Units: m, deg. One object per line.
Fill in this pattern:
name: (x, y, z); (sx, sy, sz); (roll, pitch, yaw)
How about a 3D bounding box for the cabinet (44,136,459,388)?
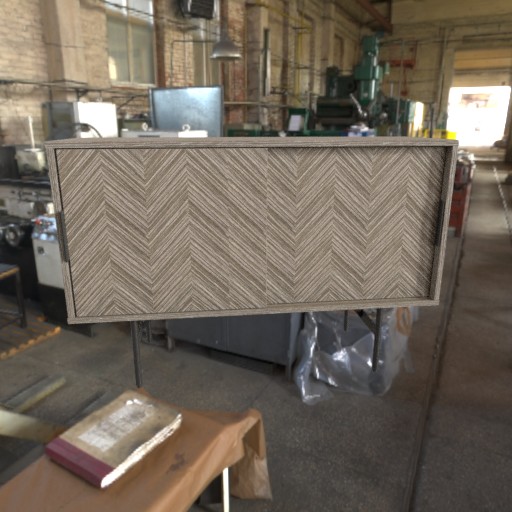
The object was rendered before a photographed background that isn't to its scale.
cabinet: (0.000, 0.000, 1.538); (1.194, 0.787, 0.405); (-2, 17, -7)
